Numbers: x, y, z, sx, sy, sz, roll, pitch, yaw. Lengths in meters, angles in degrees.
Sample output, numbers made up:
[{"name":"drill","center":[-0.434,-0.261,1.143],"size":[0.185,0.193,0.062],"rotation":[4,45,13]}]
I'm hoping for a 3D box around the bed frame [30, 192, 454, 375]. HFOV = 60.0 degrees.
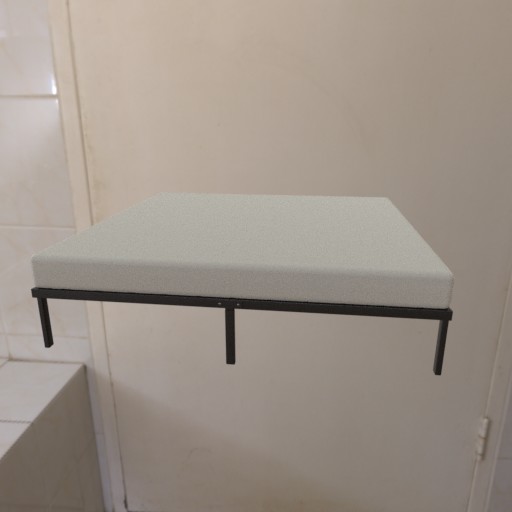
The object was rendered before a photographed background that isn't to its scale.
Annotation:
[{"name":"bed frame","center":[0.000,0.000,3.941],"size":[2.635,0.680,2.526],"rotation":[2,18,7]}]
